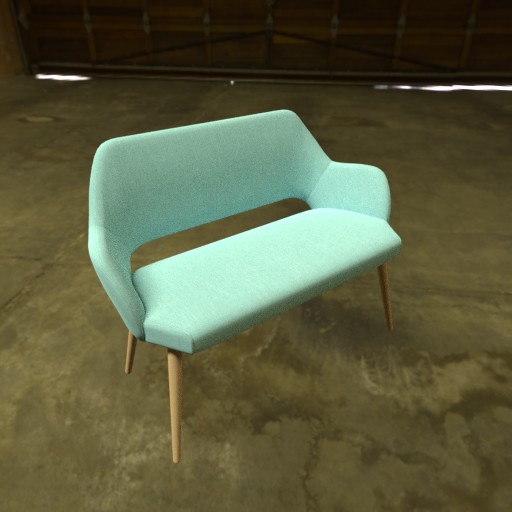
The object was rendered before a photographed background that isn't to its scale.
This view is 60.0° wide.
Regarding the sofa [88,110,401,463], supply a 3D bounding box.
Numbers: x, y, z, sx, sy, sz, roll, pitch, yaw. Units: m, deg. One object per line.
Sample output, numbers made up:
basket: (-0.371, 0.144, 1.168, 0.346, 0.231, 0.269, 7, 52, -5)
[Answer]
sofa: (0.000, 0.000, 1.594, 1.150, 0.840, 0.610, -21, 36, -32)
